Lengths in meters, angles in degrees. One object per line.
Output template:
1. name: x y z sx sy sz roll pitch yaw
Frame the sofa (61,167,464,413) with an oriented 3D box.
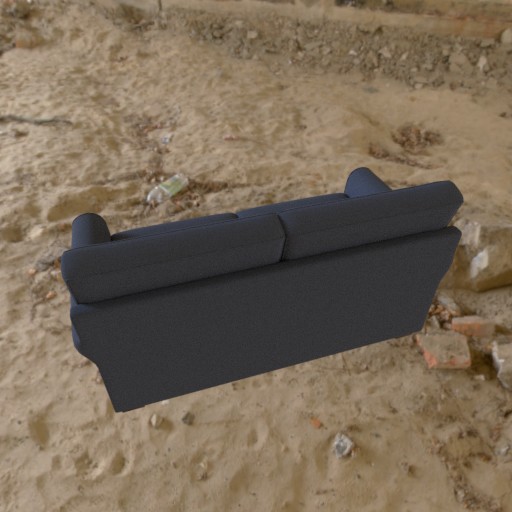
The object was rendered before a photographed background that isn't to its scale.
1. sofa: 0.000 0.000 2.482 1.930 1.020 0.940 -12 42 -13
